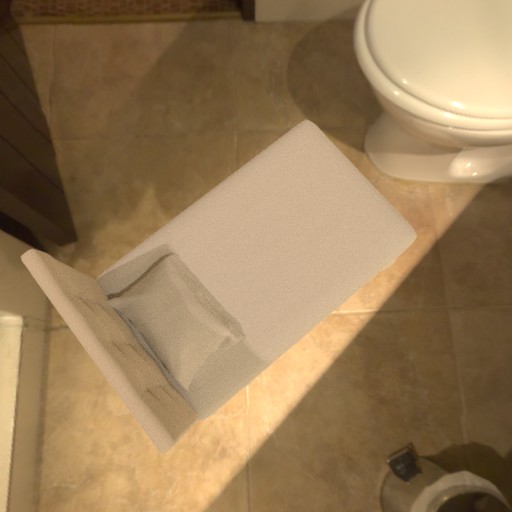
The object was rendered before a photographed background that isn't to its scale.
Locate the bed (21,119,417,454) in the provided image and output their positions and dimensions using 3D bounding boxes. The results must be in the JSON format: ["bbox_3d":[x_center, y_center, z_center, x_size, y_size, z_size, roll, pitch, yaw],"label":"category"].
[{"bbox_3d":[0.000,0.000,2.885,1.997,1.571,1.261,-39,80,-8],"label":"bed"}]
